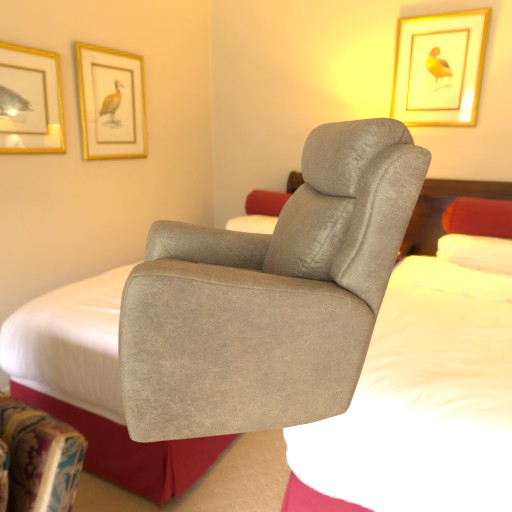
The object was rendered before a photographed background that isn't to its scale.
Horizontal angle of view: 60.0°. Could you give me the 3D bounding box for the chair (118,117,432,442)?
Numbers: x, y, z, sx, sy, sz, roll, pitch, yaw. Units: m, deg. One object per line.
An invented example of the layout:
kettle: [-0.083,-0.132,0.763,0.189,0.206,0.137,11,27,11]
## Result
chair: [0.000,0.000,1.896,1.068,1.116,0.965,-2,15,-8]
